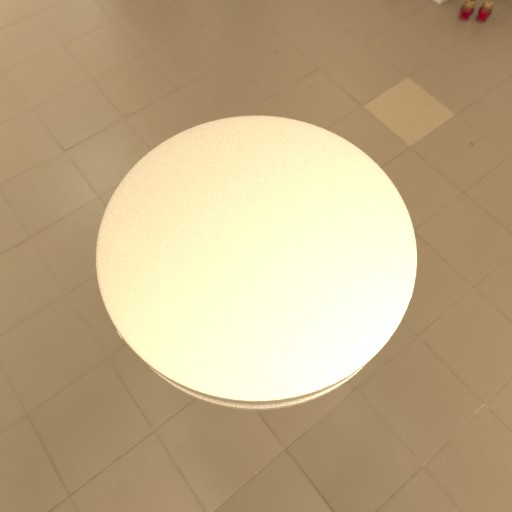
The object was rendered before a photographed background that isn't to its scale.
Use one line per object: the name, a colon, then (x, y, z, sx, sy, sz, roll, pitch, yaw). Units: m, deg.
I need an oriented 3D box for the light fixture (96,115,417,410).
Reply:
light fixture: (0.000, 0.000, 0.538, 0.356, 0.102, 0.356, 0, 64, 0)
